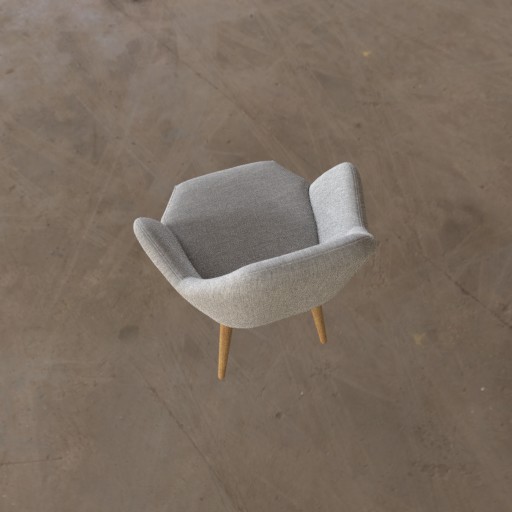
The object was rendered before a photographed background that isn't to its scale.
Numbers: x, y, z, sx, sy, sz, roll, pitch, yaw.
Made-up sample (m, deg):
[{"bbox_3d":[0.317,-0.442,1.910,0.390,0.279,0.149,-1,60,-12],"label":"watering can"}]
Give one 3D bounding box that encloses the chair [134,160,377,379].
[{"bbox_3d":[0.000,0.000,1.266,0.590,0.840,0.610,-17,59,-10],"label":"chair"}]
